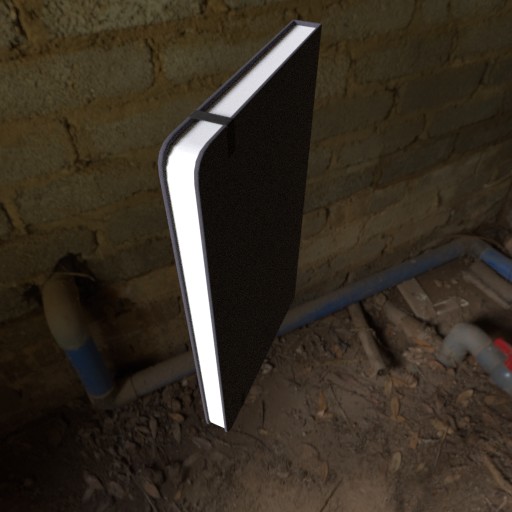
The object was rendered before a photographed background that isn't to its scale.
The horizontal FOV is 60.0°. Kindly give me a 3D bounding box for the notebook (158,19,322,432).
[{"bbox_3d":[0.000,0.000,0.254,0.016,0.213,0.127,17,49,16],"label":"notebook"}]
